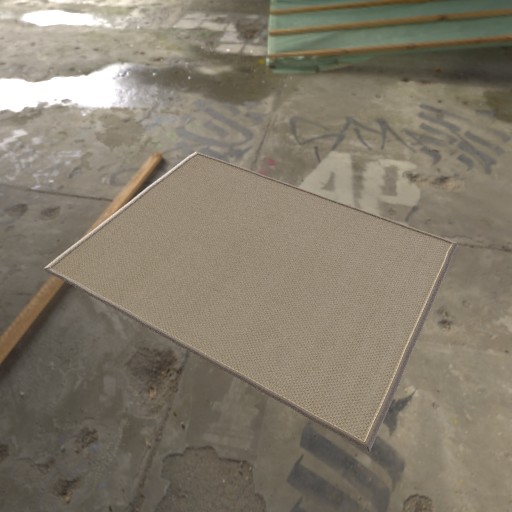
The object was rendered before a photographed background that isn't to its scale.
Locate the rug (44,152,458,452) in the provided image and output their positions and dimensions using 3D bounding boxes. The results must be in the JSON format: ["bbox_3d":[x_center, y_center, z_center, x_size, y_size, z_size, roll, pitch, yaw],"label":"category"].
[{"bbox_3d":[0.000,0.000,2.732,2.081,0.020,1.525,23,50,22],"label":"rug"}]
